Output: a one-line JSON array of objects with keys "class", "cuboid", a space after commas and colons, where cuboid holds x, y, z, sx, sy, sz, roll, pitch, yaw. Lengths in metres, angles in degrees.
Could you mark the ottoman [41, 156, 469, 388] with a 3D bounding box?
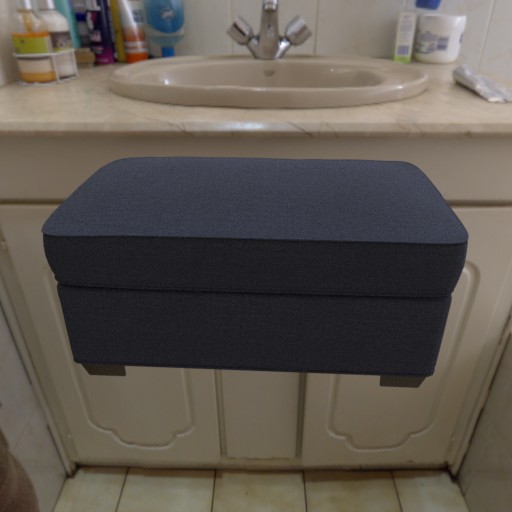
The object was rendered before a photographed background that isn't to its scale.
[{"class": "ottoman", "cuboid": [0.000, 0.000, 1.178, 0.895, 0.453, 0.505, 2, 31, 3]}]
